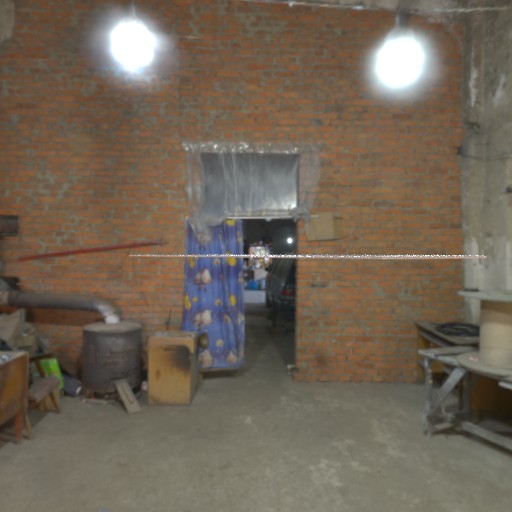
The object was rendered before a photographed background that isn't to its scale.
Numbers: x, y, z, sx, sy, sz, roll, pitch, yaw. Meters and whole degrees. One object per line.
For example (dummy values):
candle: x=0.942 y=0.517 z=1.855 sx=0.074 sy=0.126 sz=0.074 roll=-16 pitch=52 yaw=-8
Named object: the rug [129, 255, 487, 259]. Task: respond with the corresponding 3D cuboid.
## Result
rug: x=0.000 y=0.000 z=2.530 sx=0.666 sy=0.011 sz=2.294 roll=0 pitch=0 yaw=-36
